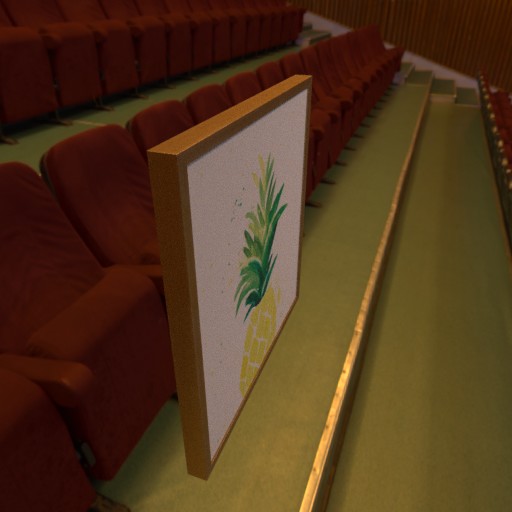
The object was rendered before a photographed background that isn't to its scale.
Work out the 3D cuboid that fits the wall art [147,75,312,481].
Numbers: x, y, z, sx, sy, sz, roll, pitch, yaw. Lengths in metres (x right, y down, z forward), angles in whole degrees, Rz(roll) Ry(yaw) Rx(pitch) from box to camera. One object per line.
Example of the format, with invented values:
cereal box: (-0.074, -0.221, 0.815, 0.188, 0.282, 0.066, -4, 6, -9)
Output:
wall art: (0.000, 0.000, 0.757, 0.033, 0.509, 0.510, 11, 32, 18)
